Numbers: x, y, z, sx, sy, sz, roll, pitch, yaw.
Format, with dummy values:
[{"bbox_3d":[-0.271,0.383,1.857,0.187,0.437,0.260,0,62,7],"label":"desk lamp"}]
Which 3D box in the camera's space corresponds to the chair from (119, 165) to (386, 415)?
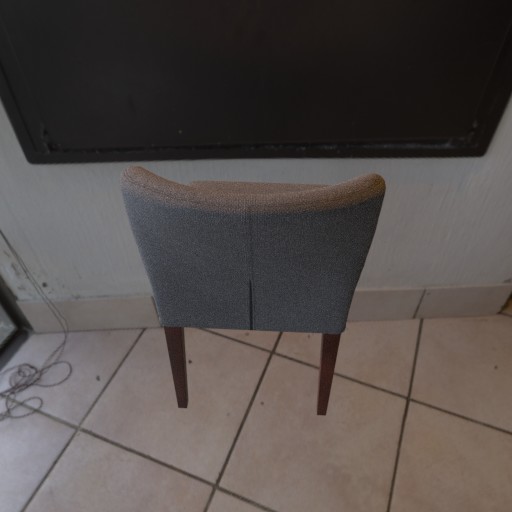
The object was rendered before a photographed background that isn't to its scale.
[{"bbox_3d":[0.000,0.000,1.185,0.491,0.839,0.589,2,47,2],"label":"chair"}]
